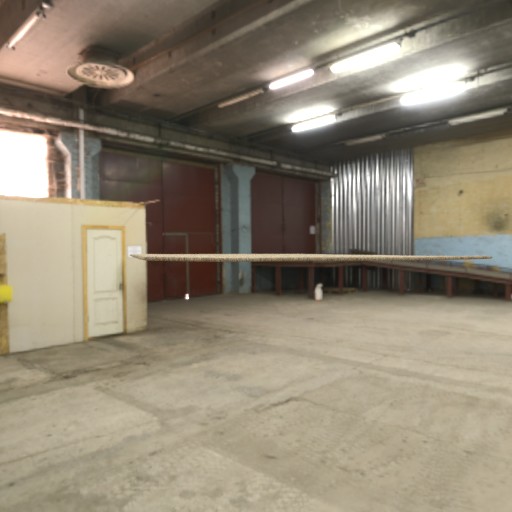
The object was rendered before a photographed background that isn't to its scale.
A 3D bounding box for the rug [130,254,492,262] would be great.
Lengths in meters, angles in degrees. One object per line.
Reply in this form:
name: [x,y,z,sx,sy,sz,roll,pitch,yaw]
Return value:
rug: [0.000,0.000,2.277,1.211,0.018,1.822,0,1,-17]
